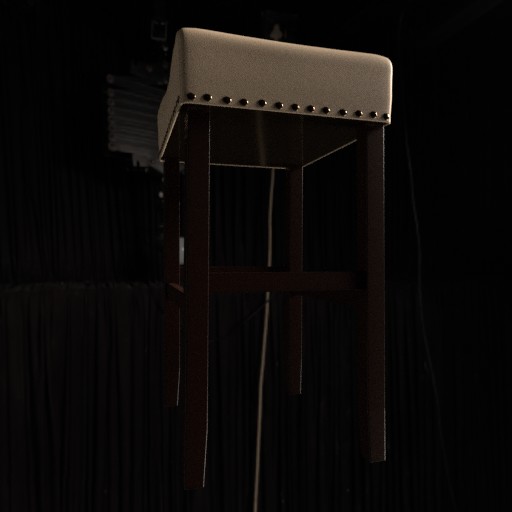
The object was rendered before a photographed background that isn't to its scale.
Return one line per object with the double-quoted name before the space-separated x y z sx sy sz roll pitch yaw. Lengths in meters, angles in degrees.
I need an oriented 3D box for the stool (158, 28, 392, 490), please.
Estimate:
"stool" 0.000 0.000 0.988 0.401 0.762 0.471 0 0 -16
